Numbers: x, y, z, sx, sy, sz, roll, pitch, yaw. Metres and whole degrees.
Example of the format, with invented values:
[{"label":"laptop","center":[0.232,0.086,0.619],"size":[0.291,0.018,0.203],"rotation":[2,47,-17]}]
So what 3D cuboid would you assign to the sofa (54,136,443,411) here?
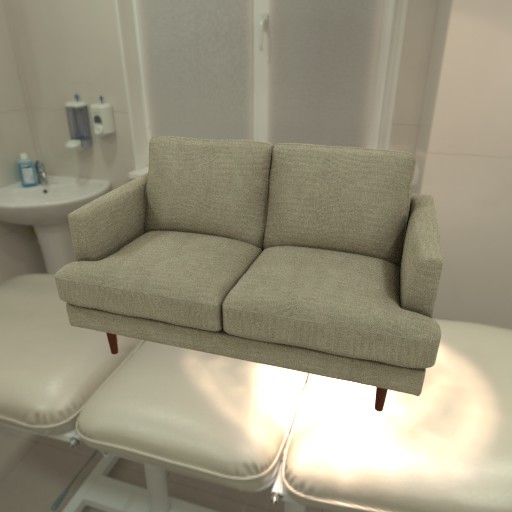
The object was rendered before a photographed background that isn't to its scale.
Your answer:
[{"label":"sofa","center":[0.000,0.000,2.072],"size":[1.582,0.944,0.903],"rotation":[8,27,15]}]
